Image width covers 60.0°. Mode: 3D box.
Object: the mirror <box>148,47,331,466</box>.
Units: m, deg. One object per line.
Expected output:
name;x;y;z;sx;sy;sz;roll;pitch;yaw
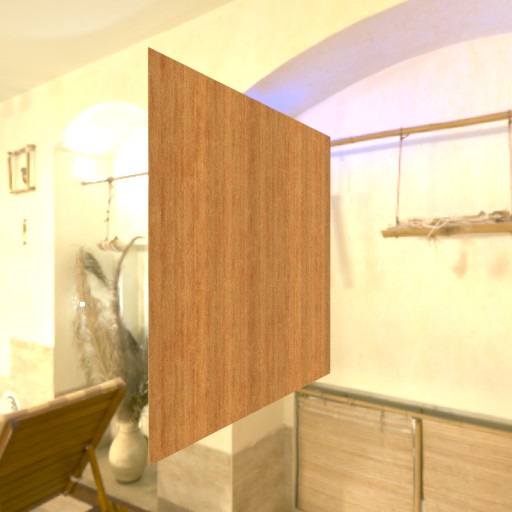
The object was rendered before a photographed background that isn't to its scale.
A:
mirror;0.000;0.000;0.968;0.047;0.651;0.651;0;0;35
